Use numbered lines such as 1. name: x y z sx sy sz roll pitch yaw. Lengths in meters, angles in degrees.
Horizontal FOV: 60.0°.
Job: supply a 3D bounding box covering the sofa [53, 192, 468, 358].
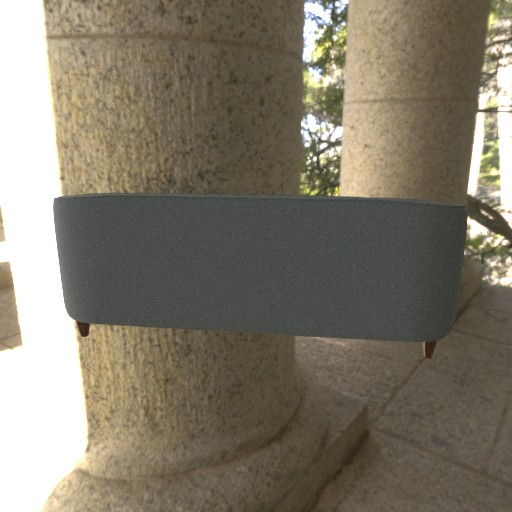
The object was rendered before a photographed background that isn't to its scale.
1. sofa: 0.000 0.000 2.713 2.278 0.855 0.941 2 16 7
